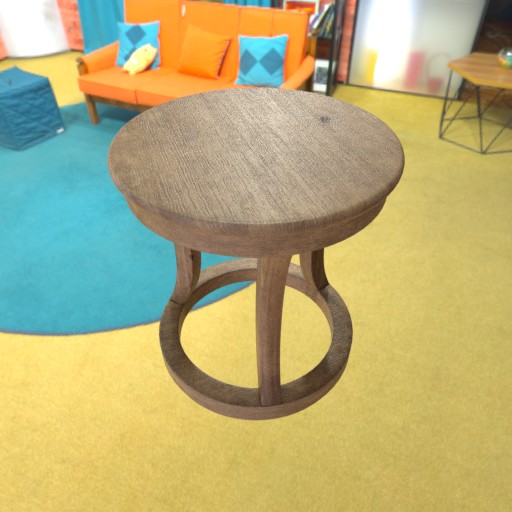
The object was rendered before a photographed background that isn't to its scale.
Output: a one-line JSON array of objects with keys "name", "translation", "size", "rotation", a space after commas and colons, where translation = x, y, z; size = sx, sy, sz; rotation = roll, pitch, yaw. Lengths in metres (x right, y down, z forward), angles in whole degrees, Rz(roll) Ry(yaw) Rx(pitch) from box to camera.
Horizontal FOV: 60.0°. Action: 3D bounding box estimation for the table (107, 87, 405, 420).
[{"name": "table", "translation": [0.000, 0.000, 0.808], "size": [0.432, 0.460, 0.432], "rotation": [0, 41, 0]}]
